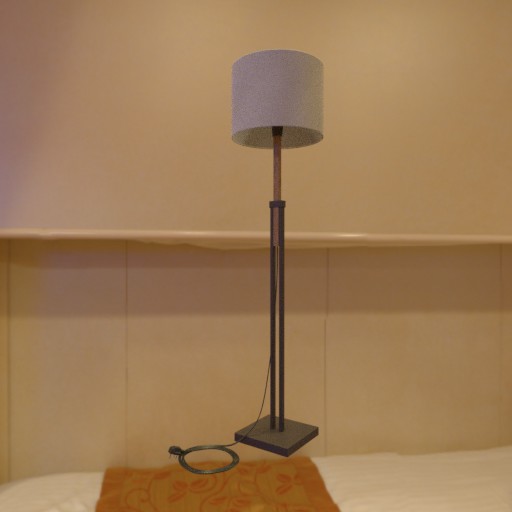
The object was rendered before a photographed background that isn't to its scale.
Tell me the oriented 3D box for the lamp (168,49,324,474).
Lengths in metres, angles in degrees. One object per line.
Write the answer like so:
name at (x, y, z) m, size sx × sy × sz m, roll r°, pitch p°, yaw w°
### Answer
lamp at (0.000, 0.000, 1.898) m, size 0.474 × 1.650 × 0.639 m, roll 0°, pitch 1°, yaw 35°
